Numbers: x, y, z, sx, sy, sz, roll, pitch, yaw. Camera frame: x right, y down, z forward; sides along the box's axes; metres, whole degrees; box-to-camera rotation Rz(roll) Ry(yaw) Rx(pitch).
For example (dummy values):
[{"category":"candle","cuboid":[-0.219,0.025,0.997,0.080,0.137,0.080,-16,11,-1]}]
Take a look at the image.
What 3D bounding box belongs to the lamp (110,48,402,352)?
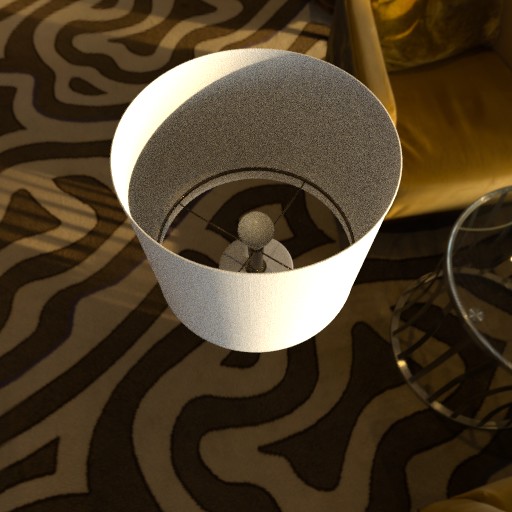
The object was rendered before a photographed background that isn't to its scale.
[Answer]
[{"category":"lamp","cuboid":[0.000,0.000,0.518,0.229,0.380,0.229,0,62,0]}]
